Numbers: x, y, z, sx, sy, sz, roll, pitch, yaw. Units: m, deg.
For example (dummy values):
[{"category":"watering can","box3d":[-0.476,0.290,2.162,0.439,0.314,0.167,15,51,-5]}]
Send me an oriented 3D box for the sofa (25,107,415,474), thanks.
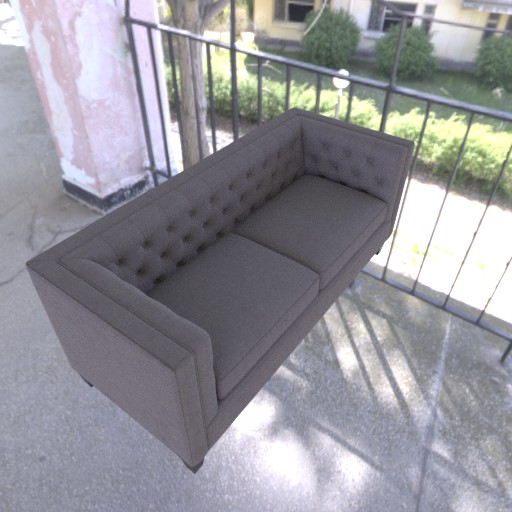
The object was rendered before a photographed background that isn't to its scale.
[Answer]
[{"category":"sofa","box3d":[0.000,0.000,2.203,0.775,0.762,1.778,26,47,27]}]
